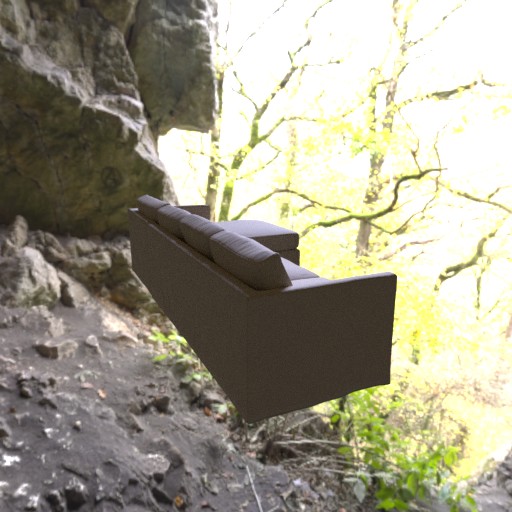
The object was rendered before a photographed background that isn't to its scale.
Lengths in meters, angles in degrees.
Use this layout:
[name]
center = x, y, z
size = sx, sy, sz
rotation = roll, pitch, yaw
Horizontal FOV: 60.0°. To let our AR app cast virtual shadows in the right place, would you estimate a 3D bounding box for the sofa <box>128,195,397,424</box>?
[sofa]
center = 0.000, 0.000, 3.861
size = 1.622, 0.871, 3.206
rotation = -7, 16, -25
